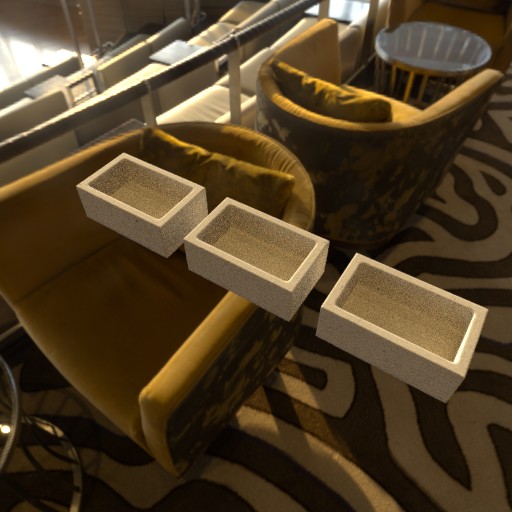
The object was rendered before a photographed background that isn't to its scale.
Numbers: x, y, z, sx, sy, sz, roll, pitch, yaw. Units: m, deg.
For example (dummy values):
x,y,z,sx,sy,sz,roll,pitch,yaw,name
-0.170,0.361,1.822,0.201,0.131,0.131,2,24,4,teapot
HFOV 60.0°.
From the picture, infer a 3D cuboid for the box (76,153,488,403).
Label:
x,y,z,sx,sy,sz,roll,pitch,yaw,name
0.000,0.000,0.490,0.461,0.051,0.082,25,53,21,box
